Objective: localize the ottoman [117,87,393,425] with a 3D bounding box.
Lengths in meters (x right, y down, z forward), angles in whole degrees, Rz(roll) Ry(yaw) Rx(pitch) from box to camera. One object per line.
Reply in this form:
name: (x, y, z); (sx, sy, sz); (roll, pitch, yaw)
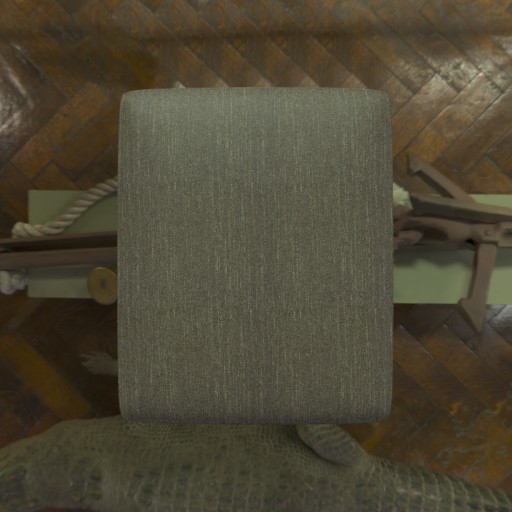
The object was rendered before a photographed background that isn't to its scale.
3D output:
ottoman: (0.000, 0.000, 1.246); (0.671, 0.490, 0.820); (0, 90, 1)
